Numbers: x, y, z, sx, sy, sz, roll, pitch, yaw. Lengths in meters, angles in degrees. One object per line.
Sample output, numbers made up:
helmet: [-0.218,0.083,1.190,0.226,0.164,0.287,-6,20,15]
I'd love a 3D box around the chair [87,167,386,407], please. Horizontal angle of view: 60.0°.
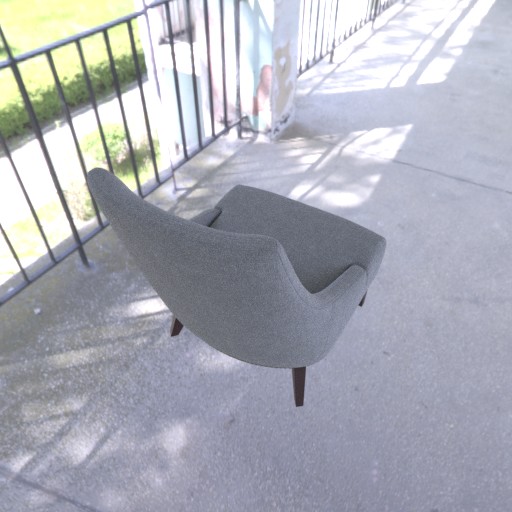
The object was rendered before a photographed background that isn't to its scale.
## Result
chair: [0.000,0.000,1.518,0.701,0.909,0.861,23,49,22]
